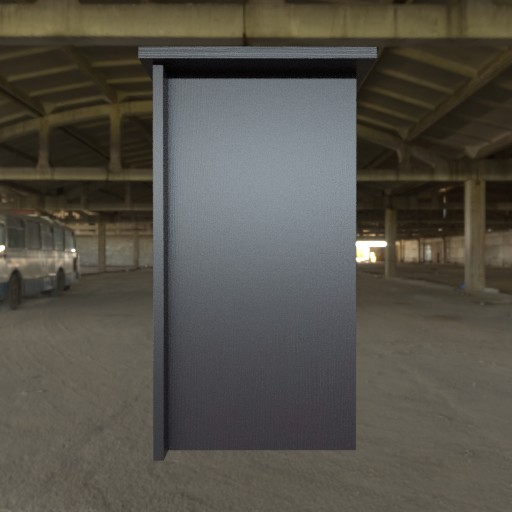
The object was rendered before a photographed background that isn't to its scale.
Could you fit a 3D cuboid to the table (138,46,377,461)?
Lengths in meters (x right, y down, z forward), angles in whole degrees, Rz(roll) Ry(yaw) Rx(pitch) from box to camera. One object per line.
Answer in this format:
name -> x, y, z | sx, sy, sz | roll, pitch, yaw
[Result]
table -> 0.000, 0.000, 1.046 | 0.408, 0.711, 0.589 | 0, 0, 0
